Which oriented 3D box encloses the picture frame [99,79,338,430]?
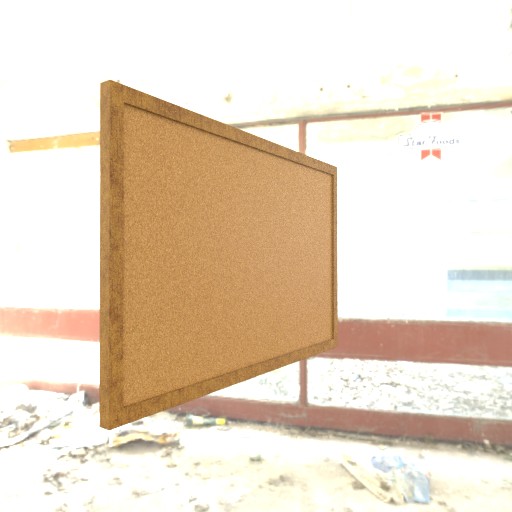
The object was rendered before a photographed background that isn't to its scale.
[{"bbox_3d":[0.000,0.000,1.164,0.029,0.621,0.922,0,-1,36],"label":"picture frame"}]
